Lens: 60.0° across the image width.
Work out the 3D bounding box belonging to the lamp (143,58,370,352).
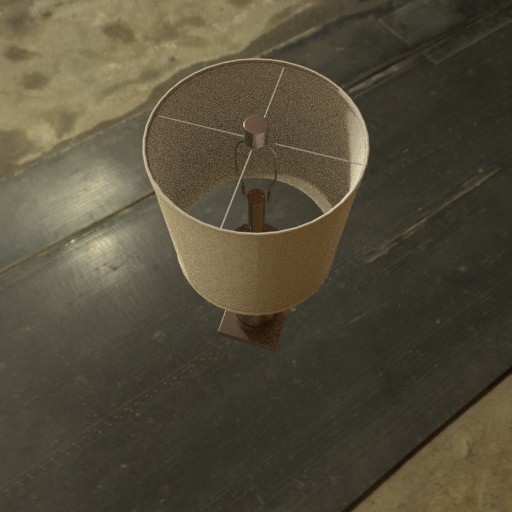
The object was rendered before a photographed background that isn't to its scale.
[{"bbox_3d":[0.000,0.000,0.610,0.202,0.509,0.202,15,65,7],"label":"lamp"}]
